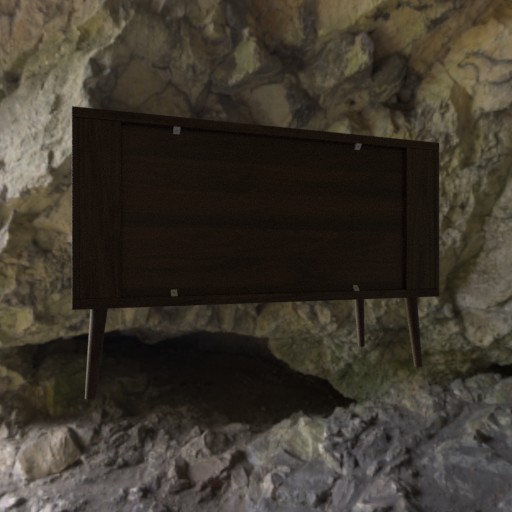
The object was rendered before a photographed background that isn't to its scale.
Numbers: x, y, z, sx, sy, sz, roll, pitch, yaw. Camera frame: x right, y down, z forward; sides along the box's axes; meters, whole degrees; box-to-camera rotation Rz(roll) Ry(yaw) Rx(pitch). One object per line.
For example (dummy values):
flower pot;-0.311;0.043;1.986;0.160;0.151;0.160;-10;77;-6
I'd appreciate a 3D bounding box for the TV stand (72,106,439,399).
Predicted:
TV stand;0.000;0.000;1.323;0.990;0.660;0.405;0;0;-19
